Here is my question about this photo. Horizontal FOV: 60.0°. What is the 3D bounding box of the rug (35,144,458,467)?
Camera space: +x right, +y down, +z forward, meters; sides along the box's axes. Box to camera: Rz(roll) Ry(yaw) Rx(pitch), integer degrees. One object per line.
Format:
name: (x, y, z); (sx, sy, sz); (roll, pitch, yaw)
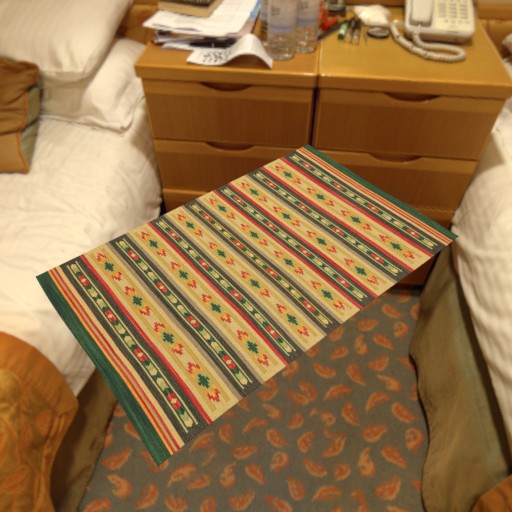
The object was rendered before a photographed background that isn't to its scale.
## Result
rug: (0.000, 0.000, 2.991); (2.447, 0.011, 1.520); (-31, 54, -26)
